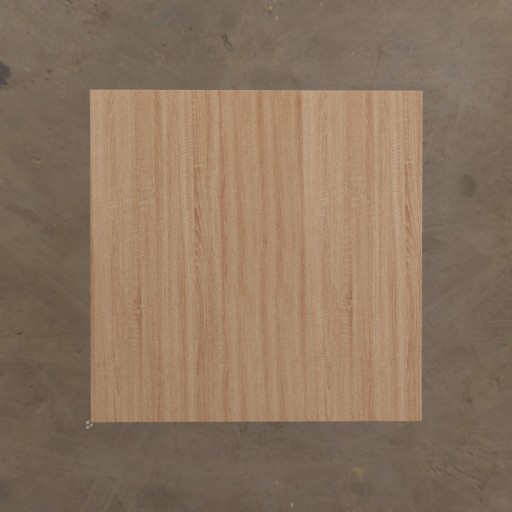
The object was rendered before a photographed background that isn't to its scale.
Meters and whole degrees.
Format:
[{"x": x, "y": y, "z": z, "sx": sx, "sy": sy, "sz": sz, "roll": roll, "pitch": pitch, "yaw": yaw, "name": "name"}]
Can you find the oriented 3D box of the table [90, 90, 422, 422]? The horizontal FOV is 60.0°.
[{"x": 0.000, "y": 0.000, "z": 1.048, "sx": 0.670, "sy": 0.305, "sz": 0.670, "roll": 0, "pitch": 90, "yaw": -1, "name": "table"}]
